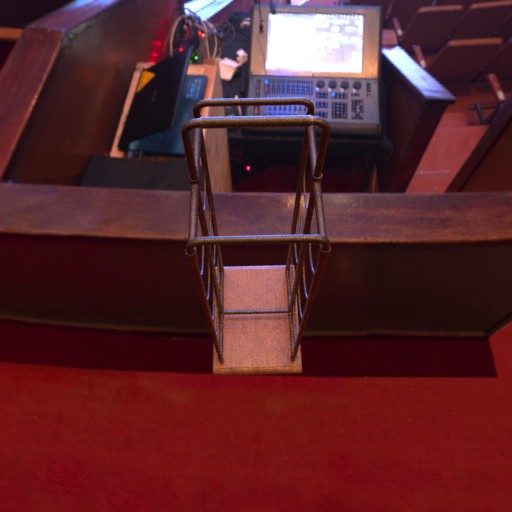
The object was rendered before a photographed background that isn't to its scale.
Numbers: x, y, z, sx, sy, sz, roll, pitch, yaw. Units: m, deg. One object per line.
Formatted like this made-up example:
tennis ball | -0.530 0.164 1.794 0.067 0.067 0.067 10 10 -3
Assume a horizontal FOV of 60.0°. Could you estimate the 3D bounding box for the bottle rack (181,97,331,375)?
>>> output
bottle rack | 0.000 0.000 0.804 0.208 0.680 0.276 -1 63 -1
